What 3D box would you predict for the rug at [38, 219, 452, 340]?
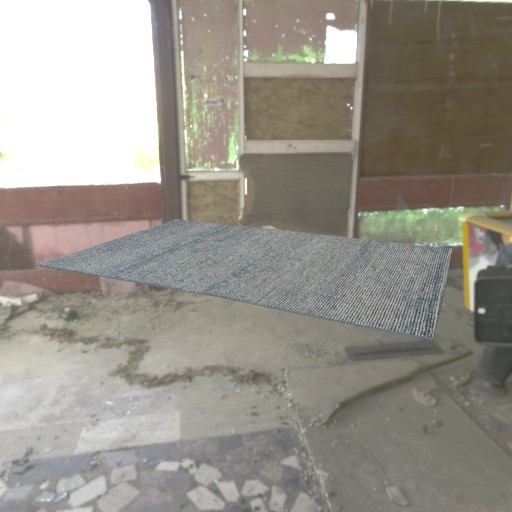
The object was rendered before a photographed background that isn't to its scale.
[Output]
[{"bbox_3d":[0.000,0.000,2.233,1.777,0.021,1.145,8,18,25],"label":"rug"}]
